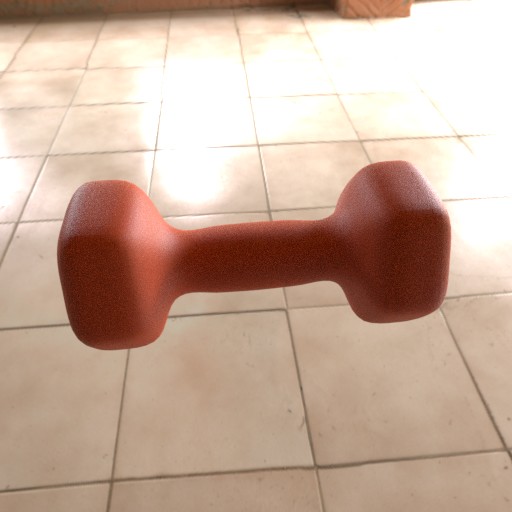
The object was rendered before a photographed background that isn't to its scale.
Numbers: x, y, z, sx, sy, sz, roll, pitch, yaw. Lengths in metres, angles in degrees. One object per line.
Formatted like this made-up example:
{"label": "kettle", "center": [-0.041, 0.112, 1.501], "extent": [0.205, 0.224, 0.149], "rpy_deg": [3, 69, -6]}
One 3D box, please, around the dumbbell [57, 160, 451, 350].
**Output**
{"label": "dumbbell", "center": [0.000, 0.000, 0.203], "extent": [0.162, 0.071, 0.079], "rpy_deg": [-4, 45, -4]}
